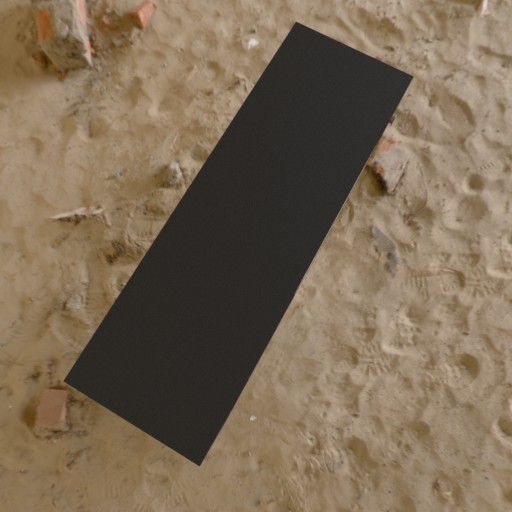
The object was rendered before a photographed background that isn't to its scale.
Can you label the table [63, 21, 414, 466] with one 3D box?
[{"bbox_3d":[0.000,0.000,1.597,0.400,0.855,1.200,29,77,7],"label":"table"}]
